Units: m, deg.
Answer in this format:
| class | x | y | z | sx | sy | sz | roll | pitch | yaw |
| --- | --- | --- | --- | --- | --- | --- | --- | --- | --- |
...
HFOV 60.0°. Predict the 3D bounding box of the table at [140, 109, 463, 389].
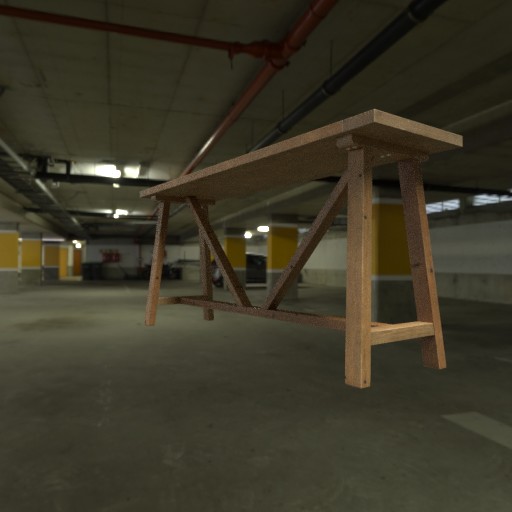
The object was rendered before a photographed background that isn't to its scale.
| class | x | y | z | sx | sy | sz | roll | pitch | yaw |
| --- | --- | --- | --- | --- | --- | --- | --- | --- | --- |
| table | 0.000 | 0.000 | 2.121 | 0.465 | 0.810 | 1.800 | 1 | -1 | -36 |
